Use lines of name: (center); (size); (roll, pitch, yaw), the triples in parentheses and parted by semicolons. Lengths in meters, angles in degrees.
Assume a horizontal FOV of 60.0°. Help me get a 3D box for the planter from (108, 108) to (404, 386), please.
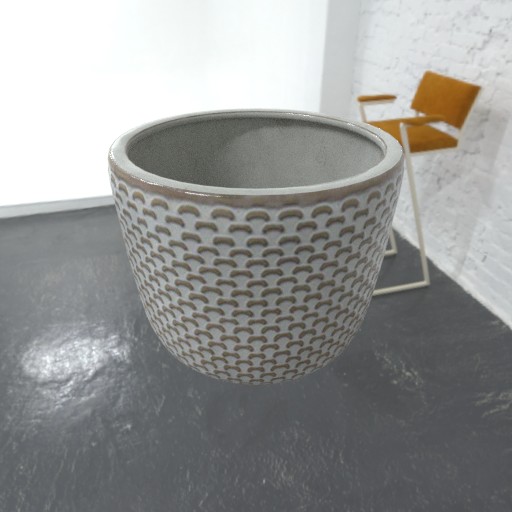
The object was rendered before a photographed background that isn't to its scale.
planter: (0.000, 0.000, 0.245); (0.139, 0.130, 0.139); (0, 31, 0)
